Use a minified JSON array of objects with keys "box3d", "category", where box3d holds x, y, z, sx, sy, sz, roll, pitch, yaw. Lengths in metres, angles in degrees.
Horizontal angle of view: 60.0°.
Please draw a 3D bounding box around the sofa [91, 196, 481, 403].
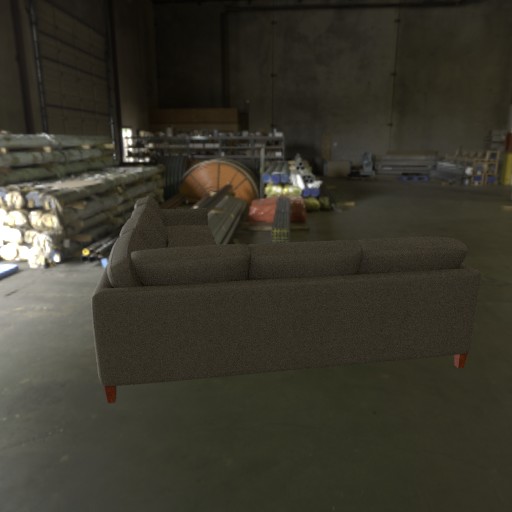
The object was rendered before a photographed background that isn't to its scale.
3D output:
[{"box3d":[0.000,0.000,4.406,2.593,0.947,3.302,-3,15,-10],"category":"sofa"}]
